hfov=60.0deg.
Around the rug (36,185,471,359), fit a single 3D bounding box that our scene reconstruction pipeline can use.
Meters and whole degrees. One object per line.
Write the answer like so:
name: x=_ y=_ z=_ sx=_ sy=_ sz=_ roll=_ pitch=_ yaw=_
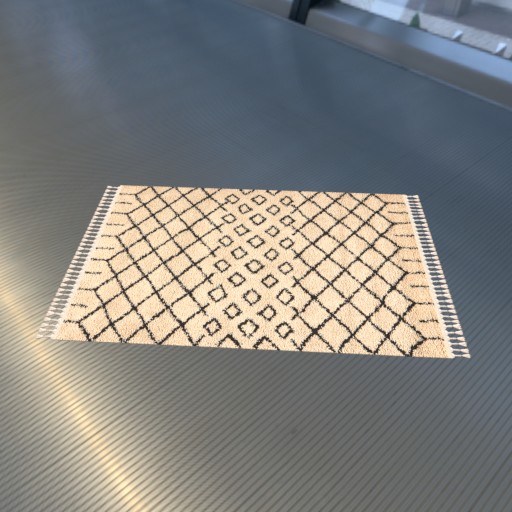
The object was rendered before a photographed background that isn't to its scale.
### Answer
rug: x=0.000 y=0.000 z=2.450 sx=2.006 sy=0.008 sz=1.196 roll=2 pitch=46 yaw=2
